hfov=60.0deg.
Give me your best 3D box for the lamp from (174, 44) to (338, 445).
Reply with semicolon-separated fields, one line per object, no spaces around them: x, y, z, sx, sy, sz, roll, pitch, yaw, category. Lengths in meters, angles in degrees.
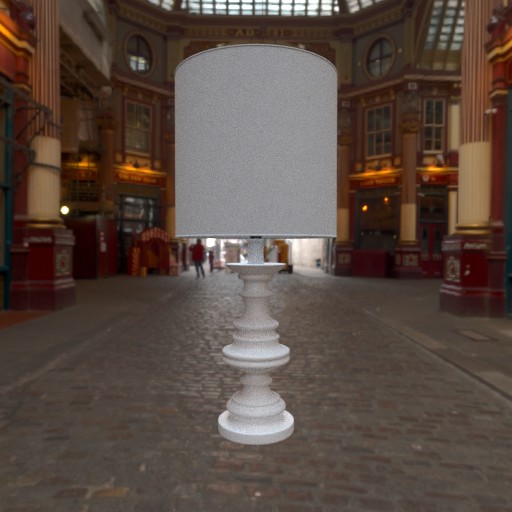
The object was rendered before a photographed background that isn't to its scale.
0.000;0.000;0.580;0.208;0.455;0.208;0;1;-1;lamp
